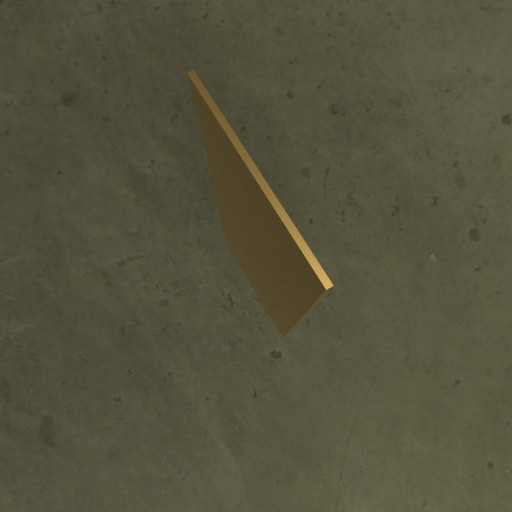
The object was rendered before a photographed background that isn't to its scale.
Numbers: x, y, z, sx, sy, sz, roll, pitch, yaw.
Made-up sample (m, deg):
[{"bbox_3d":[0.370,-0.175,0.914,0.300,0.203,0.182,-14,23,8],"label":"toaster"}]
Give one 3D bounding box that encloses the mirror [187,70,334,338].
[{"bbox_3d":[0.000,0.000,2.311,0.025,2.031,0.812,-30,78,-7],"label":"mirror"}]
